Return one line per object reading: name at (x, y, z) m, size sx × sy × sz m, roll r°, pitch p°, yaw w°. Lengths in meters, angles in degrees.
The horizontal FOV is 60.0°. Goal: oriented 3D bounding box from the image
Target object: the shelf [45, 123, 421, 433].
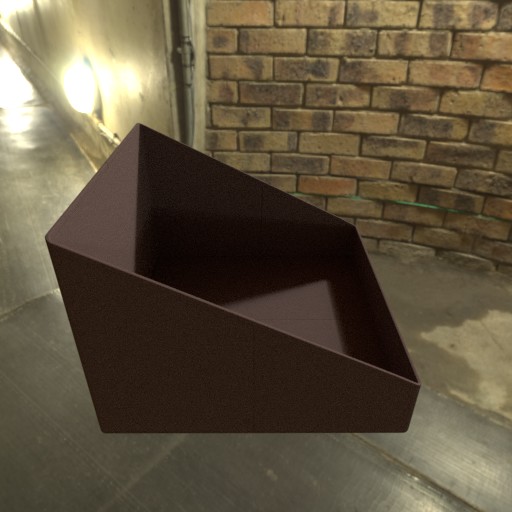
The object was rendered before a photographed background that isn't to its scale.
shelf at (0.000, 0.000, 0.480) m, size 0.292 × 0.210 × 0.292 m, roll 0°, pitch 32°, yaw 0°
